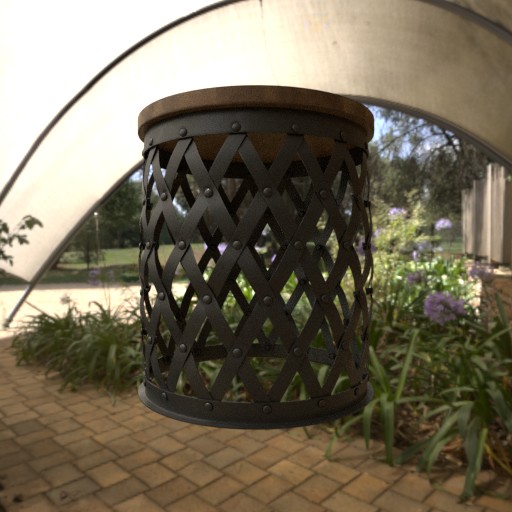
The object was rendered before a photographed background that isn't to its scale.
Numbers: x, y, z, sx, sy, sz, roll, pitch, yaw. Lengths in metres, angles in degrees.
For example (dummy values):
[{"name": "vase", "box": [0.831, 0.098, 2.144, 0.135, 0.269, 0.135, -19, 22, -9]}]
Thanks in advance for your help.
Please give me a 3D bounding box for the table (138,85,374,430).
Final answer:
[{"name": "table", "box": [0.000, 0.000, 0.785, 0.405, 0.454, 0.405, 0, 1, 0]}]
